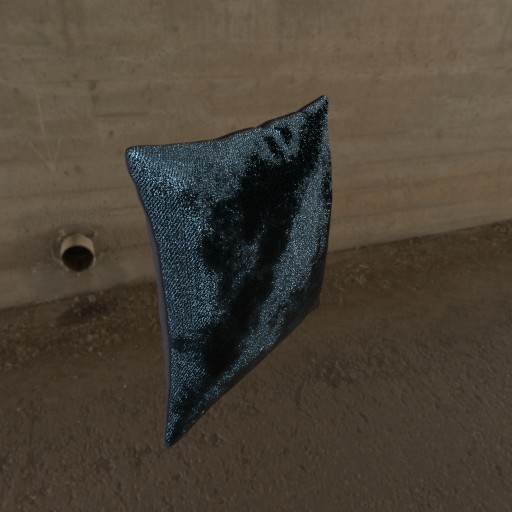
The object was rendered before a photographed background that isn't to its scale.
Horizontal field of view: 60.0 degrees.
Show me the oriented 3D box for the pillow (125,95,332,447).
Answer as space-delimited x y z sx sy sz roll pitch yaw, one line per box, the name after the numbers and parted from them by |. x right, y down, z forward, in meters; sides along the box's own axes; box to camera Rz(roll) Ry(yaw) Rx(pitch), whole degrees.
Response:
0.000 0.000 0.686 0.138 0.430 0.436 19 33 32 | pillow
